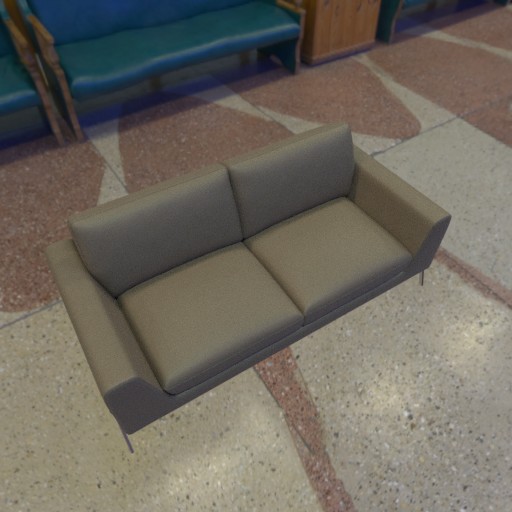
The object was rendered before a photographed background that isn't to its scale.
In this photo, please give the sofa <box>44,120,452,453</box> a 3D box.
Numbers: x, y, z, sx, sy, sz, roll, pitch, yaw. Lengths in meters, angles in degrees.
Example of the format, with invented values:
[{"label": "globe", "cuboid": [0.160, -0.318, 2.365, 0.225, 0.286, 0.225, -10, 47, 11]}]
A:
[{"label": "sofa", "cuboid": [0.000, 0.000, 2.487, 2.017, 0.875, 0.953, -25, 52, -21]}]
